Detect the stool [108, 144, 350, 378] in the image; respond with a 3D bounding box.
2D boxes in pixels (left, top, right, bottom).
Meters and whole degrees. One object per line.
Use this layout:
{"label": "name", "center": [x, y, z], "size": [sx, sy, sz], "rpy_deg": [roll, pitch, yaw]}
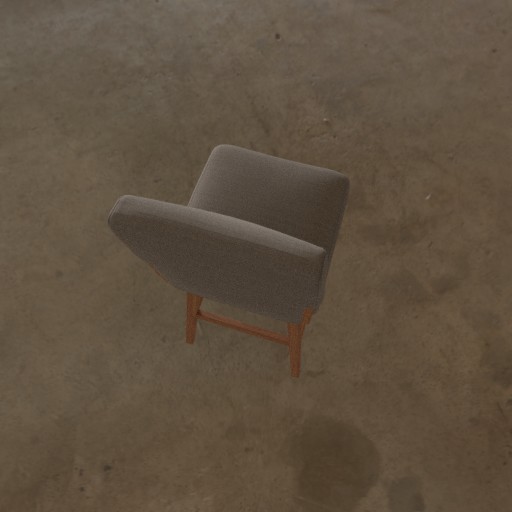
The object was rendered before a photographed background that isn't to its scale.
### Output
{"label": "stool", "center": [0.000, 0.000, 1.396], "size": [0.483, 1.112, 0.570], "rpy_deg": [16, 64, 8]}
